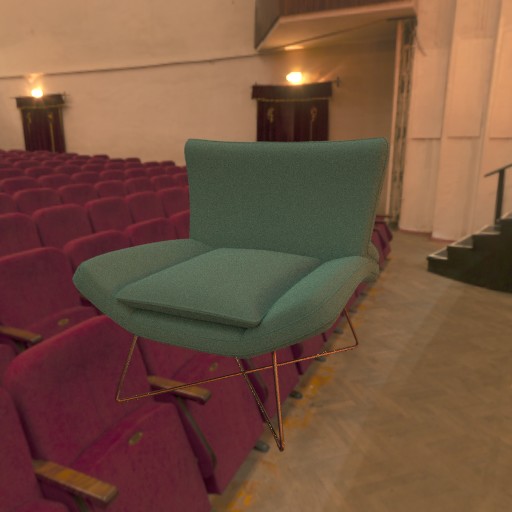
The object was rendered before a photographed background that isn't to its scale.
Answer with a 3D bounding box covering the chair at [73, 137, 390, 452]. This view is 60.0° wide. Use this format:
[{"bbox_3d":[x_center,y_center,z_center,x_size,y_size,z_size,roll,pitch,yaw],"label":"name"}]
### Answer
[{"bbox_3d":[0.000,0.000,1.649,0.859,0.855,1.008,6,15,24],"label":"chair"}]
